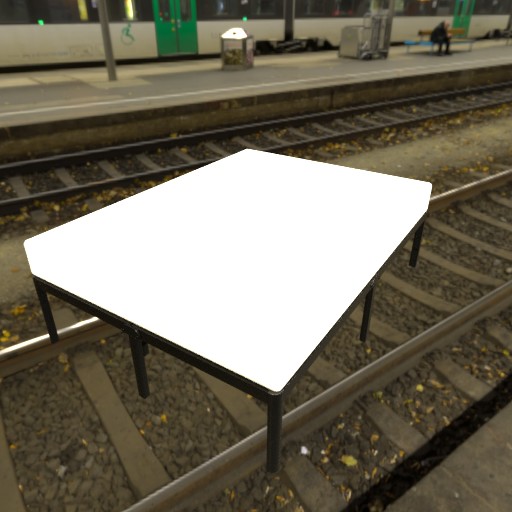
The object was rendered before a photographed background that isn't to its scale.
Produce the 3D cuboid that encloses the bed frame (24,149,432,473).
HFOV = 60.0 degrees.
[{"bbox_3d":[0.000,0.000,2.797,1.557,0.659,2.072,18,34,29],"label":"bed frame"}]
